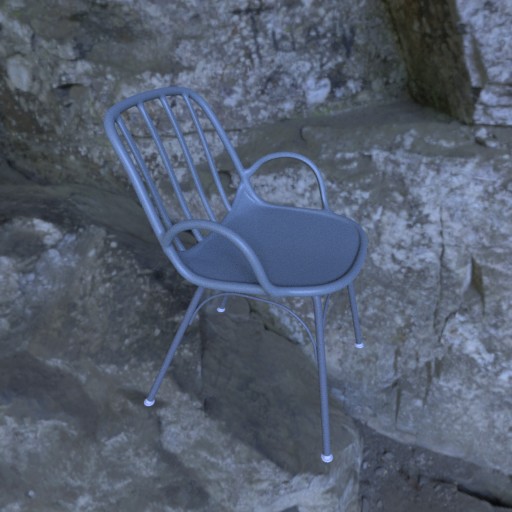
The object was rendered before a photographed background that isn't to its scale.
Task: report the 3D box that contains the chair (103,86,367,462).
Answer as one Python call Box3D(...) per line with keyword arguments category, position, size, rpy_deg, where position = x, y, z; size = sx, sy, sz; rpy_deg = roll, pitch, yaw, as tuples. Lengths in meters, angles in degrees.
Box3D(category="chair", position=(0.000, 0.000, 1.203), size=(0.597, 0.816, 0.549), rpy_deg=(11, 31, 19))
